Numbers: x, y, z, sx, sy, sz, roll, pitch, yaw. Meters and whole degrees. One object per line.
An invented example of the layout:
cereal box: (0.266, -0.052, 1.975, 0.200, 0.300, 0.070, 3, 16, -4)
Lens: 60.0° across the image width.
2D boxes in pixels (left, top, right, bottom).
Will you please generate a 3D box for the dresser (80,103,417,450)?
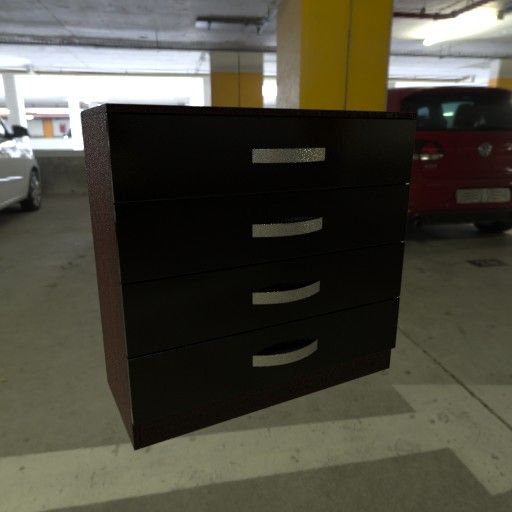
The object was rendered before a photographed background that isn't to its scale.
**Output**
dresser: (0.000, 0.000, 1.160, 0.750, 0.720, 0.360, -8, 17, -27)
